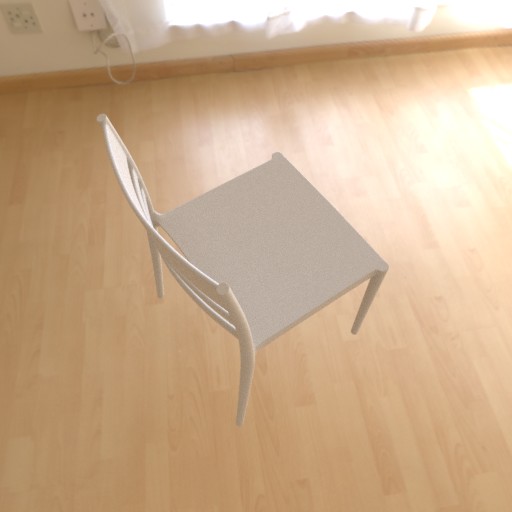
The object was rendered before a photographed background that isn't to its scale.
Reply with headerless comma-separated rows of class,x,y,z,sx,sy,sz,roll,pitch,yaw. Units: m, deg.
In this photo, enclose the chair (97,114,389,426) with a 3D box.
chair,0.000,0.000,1.162,0.511,0.800,0.531,-30,63,-17
